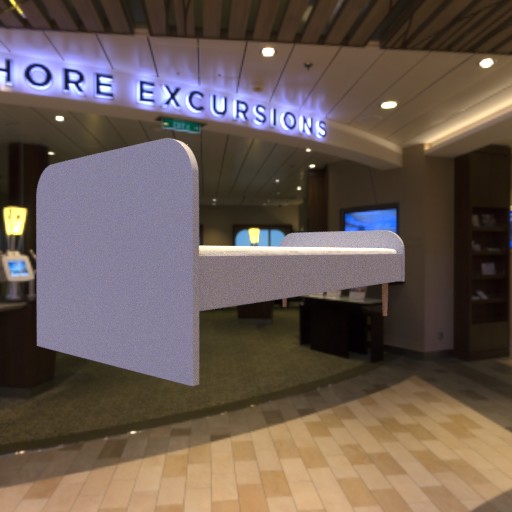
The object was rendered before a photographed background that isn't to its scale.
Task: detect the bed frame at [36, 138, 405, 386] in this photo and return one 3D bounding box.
[{"bbox_3d":[0.000,0.000,2.480,0.998,0.805,1.963,0,1,37],"label":"bed frame"}]
